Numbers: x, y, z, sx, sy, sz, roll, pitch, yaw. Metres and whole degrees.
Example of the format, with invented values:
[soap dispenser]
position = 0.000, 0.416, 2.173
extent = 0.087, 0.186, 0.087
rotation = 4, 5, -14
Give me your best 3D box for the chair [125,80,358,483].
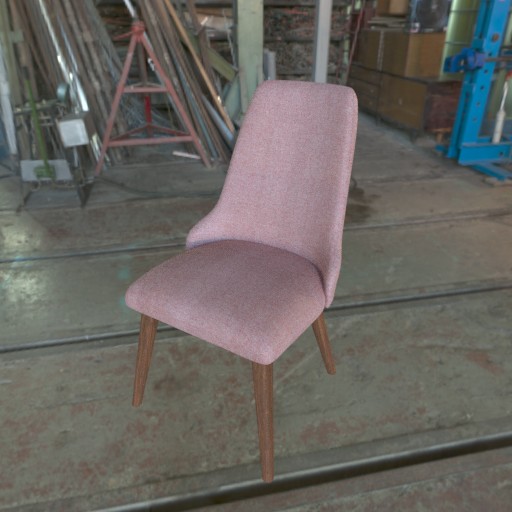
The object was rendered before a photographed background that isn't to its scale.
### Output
[chair]
position = 0.000, 0.000, 1.347
extent = 0.535, 0.918, 0.707
rotation = 17, 33, 28
